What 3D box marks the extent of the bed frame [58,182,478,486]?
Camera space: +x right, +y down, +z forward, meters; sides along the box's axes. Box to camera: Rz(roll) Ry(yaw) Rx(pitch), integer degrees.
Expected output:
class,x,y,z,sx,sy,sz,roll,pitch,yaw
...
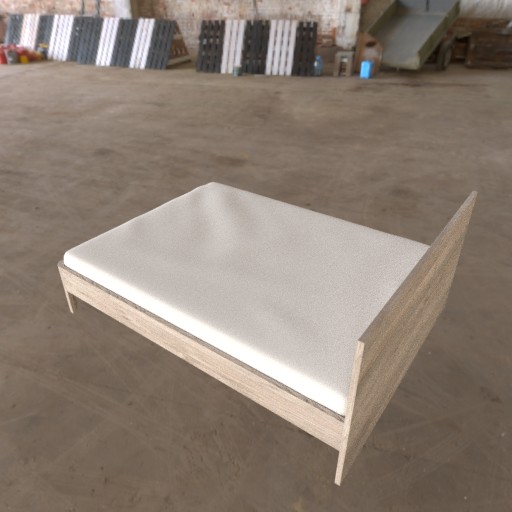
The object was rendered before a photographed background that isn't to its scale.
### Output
class,x,y,z,sx,sy,sz,roll,pitch,yaw
bed frame,0.000,0.000,2.640,1.950,0.800,1.490,21,38,30
